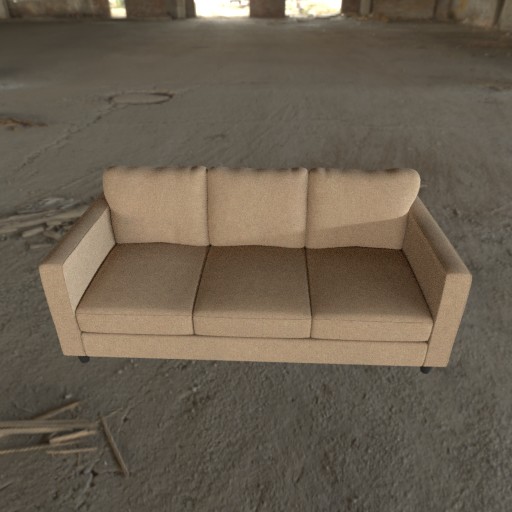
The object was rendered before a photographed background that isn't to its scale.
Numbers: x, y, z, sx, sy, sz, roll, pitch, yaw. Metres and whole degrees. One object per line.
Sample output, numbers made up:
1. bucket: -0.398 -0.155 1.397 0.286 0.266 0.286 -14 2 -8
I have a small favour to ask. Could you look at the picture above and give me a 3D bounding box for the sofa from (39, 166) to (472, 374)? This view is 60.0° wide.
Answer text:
1. sofa: 0.000 0.000 2.357 1.855 0.800 0.930 1 31 2
